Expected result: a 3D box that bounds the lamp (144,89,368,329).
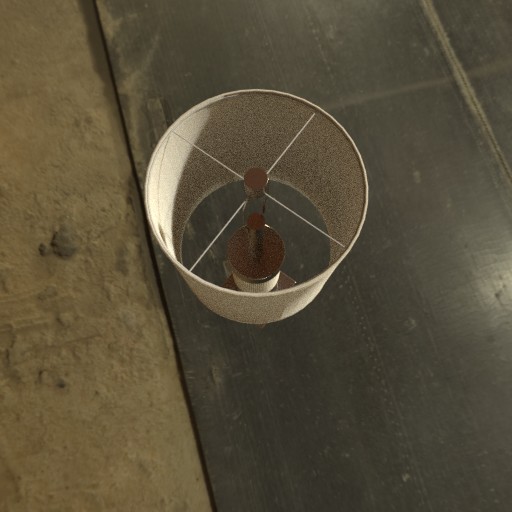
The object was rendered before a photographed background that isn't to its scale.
[{"bbox_3d":[0.000,0.000,0.629,0.202,0.509,0.202,35,78,9],"label":"lamp"}]
